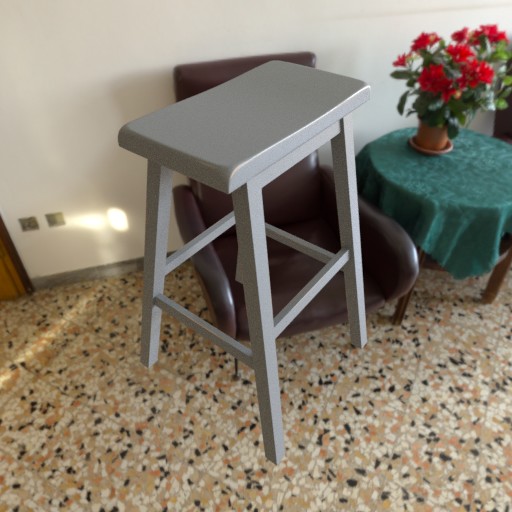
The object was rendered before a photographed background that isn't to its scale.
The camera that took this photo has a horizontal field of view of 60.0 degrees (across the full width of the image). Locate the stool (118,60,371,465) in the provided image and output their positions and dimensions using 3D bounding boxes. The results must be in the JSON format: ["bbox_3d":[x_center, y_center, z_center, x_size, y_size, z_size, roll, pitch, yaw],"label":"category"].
[{"bbox_3d":[0.000,0.000,1.042,0.476,0.737,0.457,27,47,27],"label":"stool"}]
